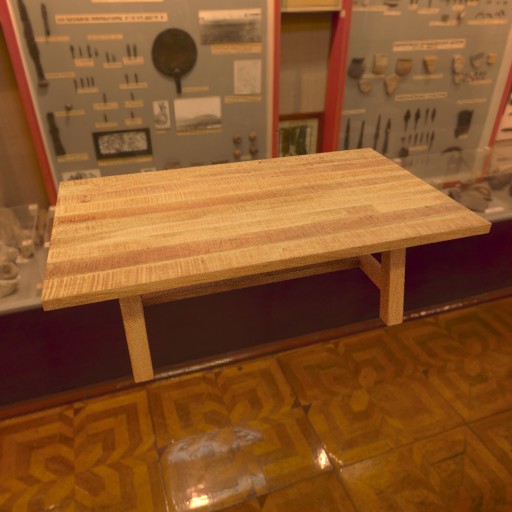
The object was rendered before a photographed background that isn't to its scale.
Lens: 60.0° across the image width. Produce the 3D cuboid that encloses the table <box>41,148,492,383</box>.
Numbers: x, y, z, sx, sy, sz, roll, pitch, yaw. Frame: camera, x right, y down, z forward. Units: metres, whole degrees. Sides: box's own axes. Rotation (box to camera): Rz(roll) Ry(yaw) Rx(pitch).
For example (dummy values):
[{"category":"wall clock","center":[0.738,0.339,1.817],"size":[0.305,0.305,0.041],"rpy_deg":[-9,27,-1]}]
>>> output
[{"category":"table","center":[0.000,0.000,1.659],"size":[1.320,0.455,0.760],"rpy_deg":[-9,34,-14]}]
